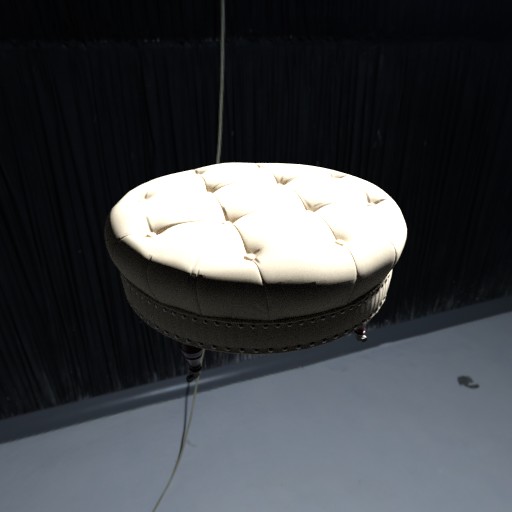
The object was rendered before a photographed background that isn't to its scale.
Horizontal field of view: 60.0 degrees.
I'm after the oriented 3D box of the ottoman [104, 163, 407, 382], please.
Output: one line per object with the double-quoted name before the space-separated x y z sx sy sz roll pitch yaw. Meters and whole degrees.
"ottoman" 0.000 0.000 1.445 0.901 0.439 0.901 0 29 0
